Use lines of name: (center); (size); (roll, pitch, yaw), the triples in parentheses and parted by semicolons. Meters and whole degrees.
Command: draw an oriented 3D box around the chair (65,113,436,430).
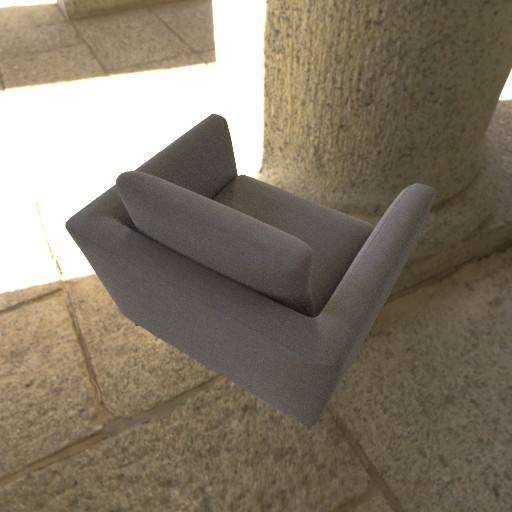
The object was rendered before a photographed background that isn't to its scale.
chair: (0.000, 0.000, 1.747); (1.041, 0.864, 0.889); (25, 52, 21)
